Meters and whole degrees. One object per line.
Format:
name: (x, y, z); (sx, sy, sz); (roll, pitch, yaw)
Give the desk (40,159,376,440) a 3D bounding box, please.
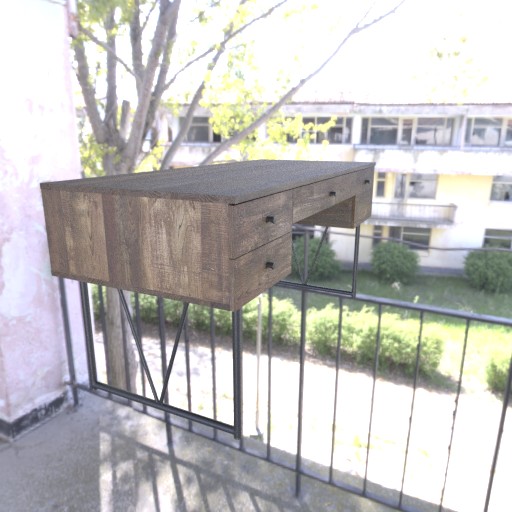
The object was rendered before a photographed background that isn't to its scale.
desk: (0.000, 0.000, 2.038); (0.730, 0.780, 1.600); (8, 17, 26)
